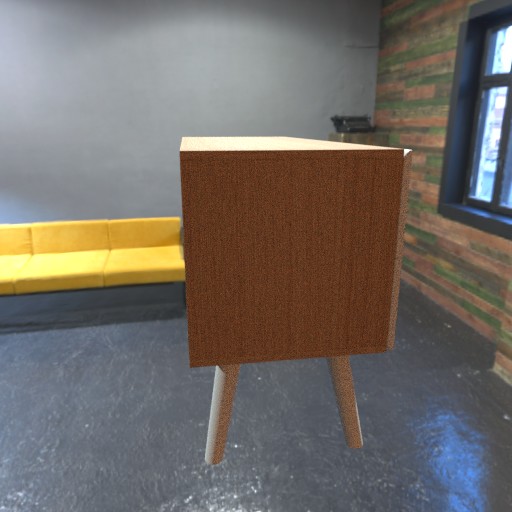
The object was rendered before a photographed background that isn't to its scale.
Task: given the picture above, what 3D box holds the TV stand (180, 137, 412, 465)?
[{"bbox_3d":[0.000,0.000,1.313,0.407,0.660,0.991,-2,16,-8],"label":"TV stand"}]
